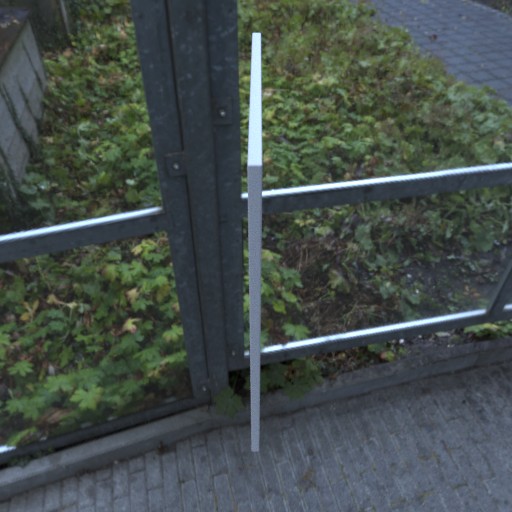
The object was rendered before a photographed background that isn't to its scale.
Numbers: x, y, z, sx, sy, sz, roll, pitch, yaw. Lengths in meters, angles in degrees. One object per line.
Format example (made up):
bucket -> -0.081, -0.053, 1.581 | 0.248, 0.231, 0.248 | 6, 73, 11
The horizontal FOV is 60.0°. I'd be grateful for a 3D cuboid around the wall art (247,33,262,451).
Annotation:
wall art -> 0.000, 0.000, 0.614 | 0.011, 0.482, 0.329 | 0, 42, 0
